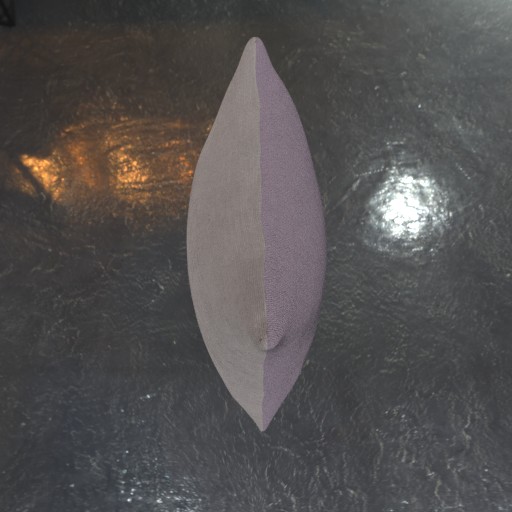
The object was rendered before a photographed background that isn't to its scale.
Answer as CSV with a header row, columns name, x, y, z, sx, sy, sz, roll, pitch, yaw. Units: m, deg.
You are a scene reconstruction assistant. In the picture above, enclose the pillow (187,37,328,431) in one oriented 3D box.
name,x,y,z,sx,sy,sz,roll,pitch,yaw
pillow,0.000,0.000,0.690,0.204,0.439,0.452,-1,60,-1
